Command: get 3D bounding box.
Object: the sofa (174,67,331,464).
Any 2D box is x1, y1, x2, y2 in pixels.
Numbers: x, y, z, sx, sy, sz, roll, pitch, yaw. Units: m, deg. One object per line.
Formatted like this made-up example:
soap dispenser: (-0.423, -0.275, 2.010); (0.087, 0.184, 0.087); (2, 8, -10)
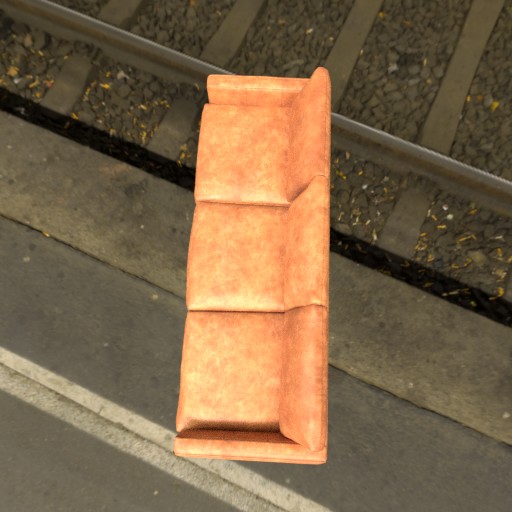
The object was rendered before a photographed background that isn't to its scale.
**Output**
sofa: (0.000, 0.000, 2.431); (0.748, 0.863, 2.029); (3, 76, 1)
